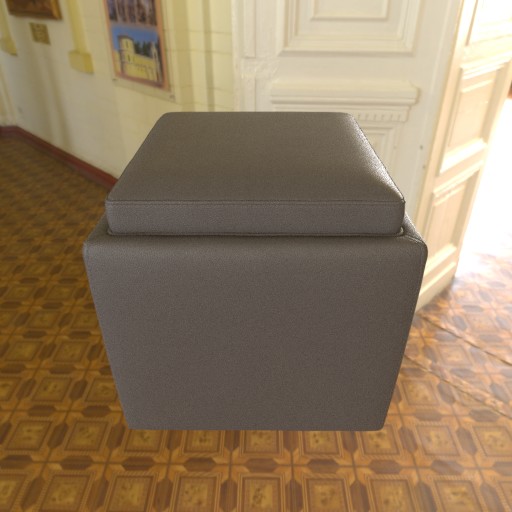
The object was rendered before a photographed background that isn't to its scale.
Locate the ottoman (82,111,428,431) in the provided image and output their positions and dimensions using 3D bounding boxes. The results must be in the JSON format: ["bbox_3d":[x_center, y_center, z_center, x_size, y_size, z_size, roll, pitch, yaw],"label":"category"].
[{"bbox_3d":[0.000,0.000,0.816,0.450,0.460,0.451,0,33,0],"label":"ottoman"}]
